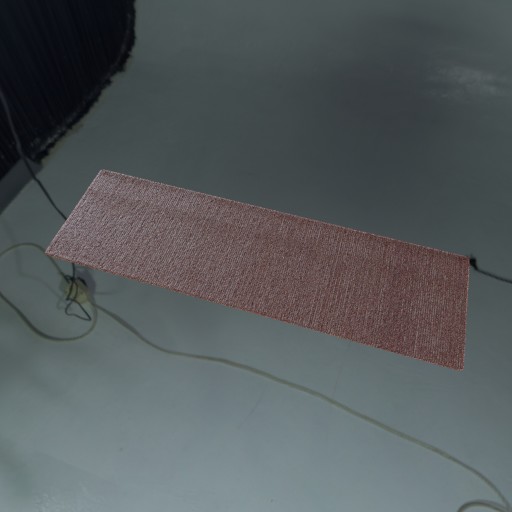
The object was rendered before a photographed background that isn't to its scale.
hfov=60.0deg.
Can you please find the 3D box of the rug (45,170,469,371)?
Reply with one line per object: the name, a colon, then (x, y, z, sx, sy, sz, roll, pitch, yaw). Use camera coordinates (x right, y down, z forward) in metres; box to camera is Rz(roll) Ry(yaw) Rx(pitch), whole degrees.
rug: (0.000, 0.000, 2.506, 2.307, 0.012, 0.687, 15, 58, 9)
